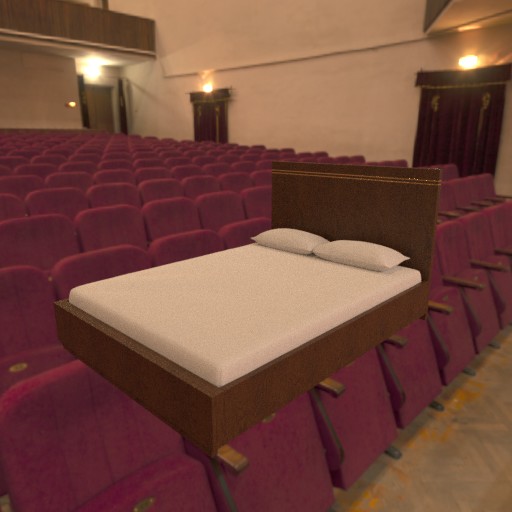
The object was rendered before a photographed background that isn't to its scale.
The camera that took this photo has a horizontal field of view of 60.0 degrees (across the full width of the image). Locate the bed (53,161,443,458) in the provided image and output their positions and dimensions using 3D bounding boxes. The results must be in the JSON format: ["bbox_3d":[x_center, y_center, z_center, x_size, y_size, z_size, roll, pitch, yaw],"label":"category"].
[{"bbox_3d":[0.000,0.000,3.121,1.613,1.169,2.221,14,20,42],"label":"bed"}]
